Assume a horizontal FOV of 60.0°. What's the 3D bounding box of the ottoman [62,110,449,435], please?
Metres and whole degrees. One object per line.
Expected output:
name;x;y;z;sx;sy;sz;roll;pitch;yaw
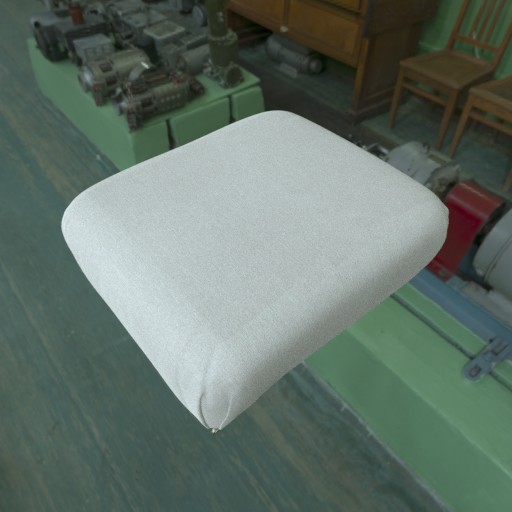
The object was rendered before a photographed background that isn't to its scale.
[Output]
ottoman;0.000;0.000;1.136;0.746;0.450;0.639;-31;54;-26
